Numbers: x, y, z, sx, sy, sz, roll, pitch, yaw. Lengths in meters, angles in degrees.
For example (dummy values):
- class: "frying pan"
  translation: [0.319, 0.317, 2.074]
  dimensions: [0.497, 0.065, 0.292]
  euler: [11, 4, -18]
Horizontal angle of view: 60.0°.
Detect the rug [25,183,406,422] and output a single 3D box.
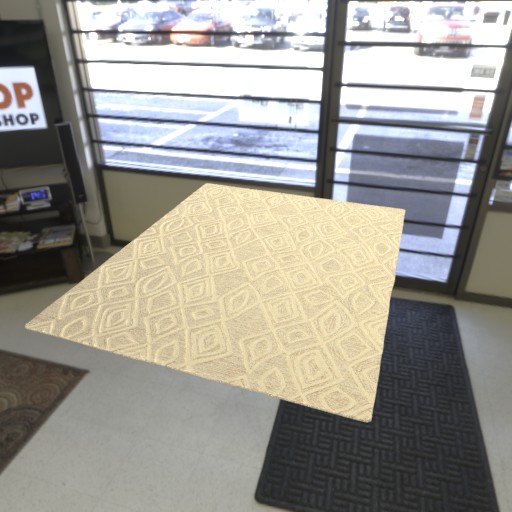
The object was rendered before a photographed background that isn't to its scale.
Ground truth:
- class: "rug"
  translation: [0.000, 0.000, 4.042]
  dimensions: [2.449, 0.025, 3.049]
  euler: [10, 32, 17]
